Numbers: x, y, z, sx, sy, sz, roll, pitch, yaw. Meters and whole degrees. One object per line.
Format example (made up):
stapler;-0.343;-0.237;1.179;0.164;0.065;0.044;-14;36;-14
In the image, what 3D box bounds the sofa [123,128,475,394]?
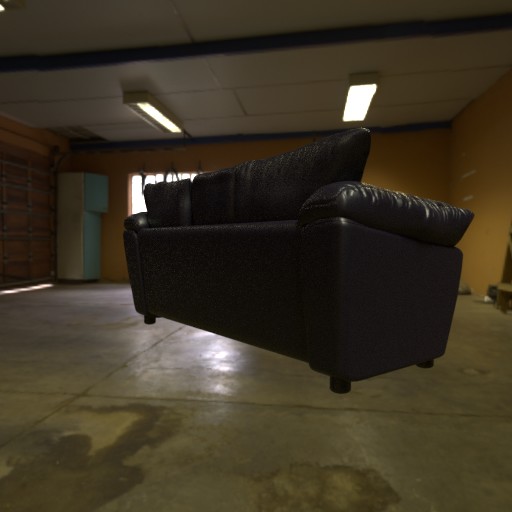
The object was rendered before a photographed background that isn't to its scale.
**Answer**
sofa;0.000;0.000;2.764;0.880;1.073;2.336;-1;2;-37
